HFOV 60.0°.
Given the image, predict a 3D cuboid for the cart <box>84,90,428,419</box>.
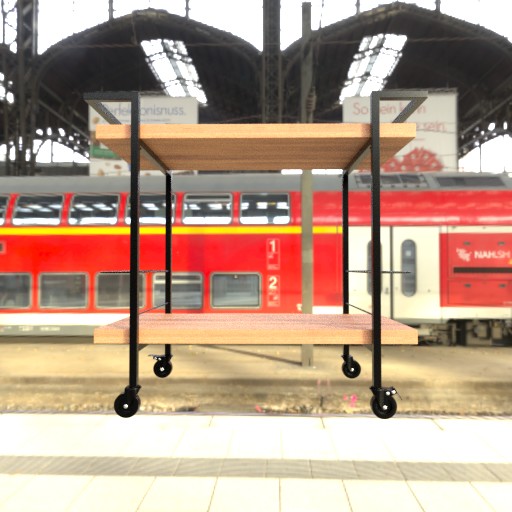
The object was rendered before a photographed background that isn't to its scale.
[{"bbox_3d":[0.000,0.000,1.228,0.806,0.762,0.406,0,-1,1],"label":"cart"}]
